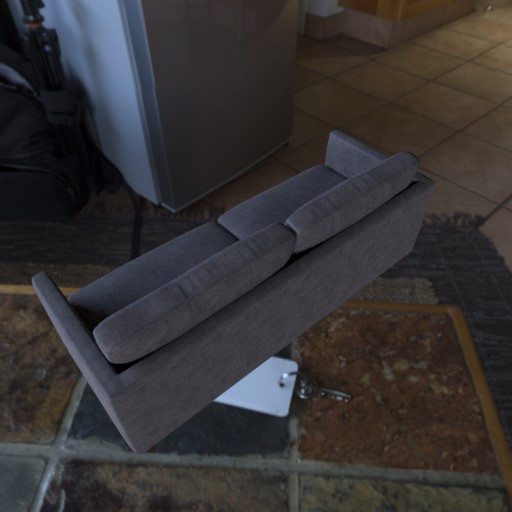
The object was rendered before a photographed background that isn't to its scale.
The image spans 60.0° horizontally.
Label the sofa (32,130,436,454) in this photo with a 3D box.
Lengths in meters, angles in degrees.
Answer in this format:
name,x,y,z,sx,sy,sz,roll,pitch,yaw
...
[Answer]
name,x,y,z,sx,sy,sz,roll,pitch,yaw
sofa,0.000,0.000,2.866,2.434,0.965,0.951,-31,53,-27
